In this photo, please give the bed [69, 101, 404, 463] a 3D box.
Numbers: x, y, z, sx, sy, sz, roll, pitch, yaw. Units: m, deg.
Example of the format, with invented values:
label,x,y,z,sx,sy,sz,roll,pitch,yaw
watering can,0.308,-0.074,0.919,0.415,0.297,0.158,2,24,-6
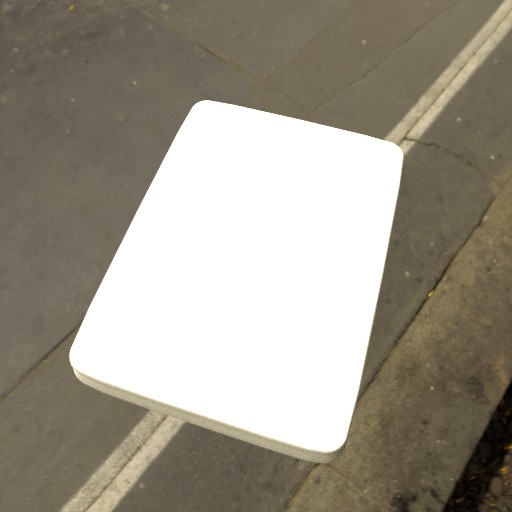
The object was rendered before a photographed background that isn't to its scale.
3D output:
label,x,y,z,sx,sy,sz,roll,pitch,yaw
bed,0.000,0.000,2.709,1.520,0.460,2.036,15,64,8
